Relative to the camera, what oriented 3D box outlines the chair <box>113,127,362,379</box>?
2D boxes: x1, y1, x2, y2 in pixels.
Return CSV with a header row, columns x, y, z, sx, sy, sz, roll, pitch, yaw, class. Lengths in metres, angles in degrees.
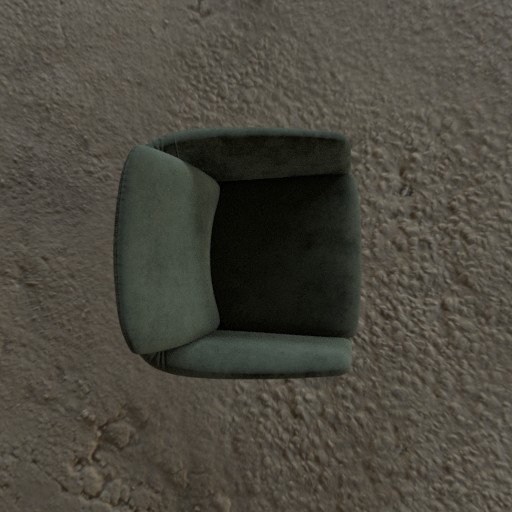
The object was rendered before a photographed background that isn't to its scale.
x,y,z,sx,sy,sz,roll,pitch,yaw,class
0.000,0.000,1.370,0.635,0.908,0.641,0,88,1,chair
